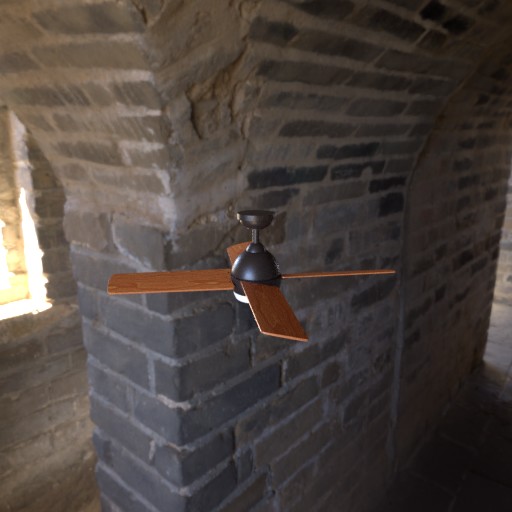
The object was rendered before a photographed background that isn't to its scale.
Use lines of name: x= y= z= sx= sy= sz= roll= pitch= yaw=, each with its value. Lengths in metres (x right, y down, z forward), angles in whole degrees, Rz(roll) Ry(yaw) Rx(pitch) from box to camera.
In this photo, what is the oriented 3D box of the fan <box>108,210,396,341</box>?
fan: x=0.000 y=0.000 z=2.049 sx=1.332 sy=0.403 sz=1.332 roll=-2 pitch=15 yaw=-8
